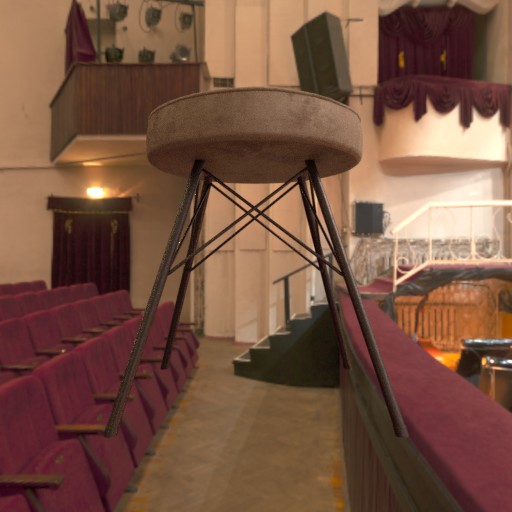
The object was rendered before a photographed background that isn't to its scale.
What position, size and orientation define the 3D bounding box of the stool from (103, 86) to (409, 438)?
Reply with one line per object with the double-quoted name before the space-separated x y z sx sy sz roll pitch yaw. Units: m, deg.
"stool" 0.000 0.000 0.866 0.457 0.538 0.423 0 0 0
